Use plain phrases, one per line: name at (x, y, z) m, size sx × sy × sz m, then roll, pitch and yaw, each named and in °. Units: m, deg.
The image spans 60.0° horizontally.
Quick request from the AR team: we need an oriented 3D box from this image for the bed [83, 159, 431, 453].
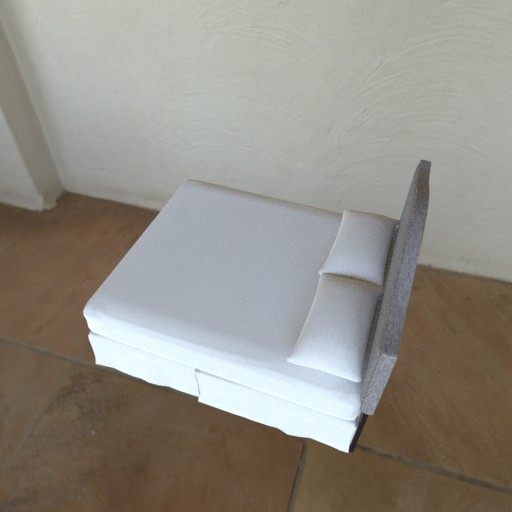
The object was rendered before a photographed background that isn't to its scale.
bed at (0.000, 0.000, 2.957) m, size 1.870 × 1.295 × 1.610 m, roll 15°, pitch 48°, yaw 14°
